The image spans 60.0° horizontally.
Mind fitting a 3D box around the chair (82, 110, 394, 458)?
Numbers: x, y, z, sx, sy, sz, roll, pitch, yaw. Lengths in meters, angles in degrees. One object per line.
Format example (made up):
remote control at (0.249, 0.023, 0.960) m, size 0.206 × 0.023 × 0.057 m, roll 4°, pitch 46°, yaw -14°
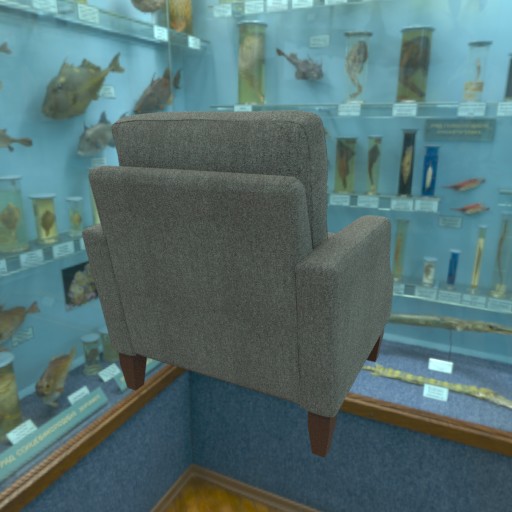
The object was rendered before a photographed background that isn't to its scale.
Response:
chair at (0.000, 0.000, 1.613) m, size 0.855 × 0.993 × 0.897 m, roll 9°, pitch 19°, yaw 27°
